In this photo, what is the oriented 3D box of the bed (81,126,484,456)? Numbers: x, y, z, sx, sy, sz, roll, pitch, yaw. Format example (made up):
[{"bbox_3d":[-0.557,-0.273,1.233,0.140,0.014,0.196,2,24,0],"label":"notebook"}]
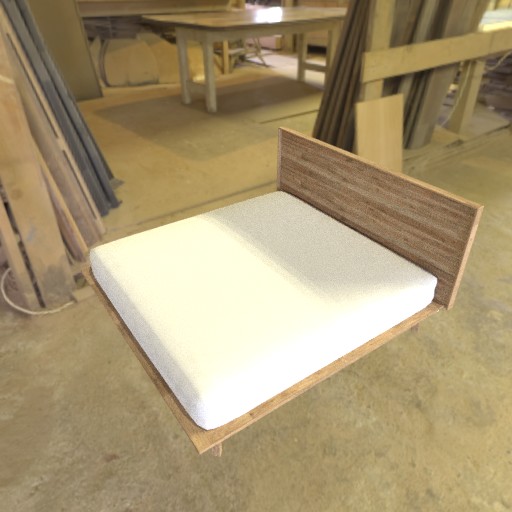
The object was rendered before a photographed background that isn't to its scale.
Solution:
[{"bbox_3d":[0.000,0.000,3.399,2.167,1.100,2.116,-21,39,-29],"label":"bed"}]
